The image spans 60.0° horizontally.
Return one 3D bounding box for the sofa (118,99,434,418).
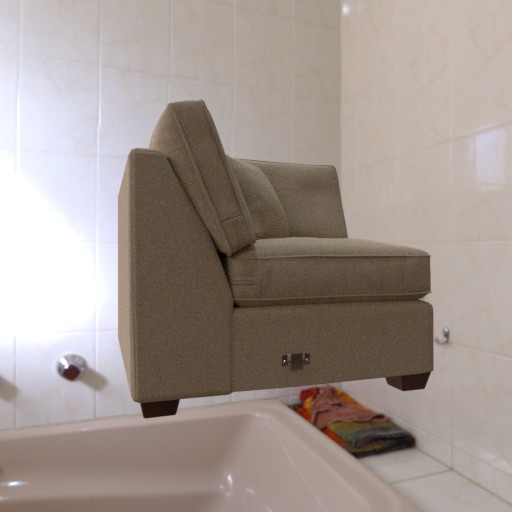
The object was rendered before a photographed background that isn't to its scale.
[{"bbox_3d":[0.000,0.000,1.971,1.146,1.002,1.084,0,0,-19],"label":"sofa"}]
